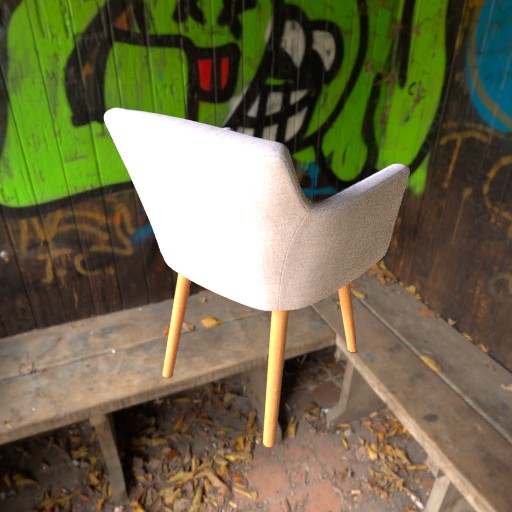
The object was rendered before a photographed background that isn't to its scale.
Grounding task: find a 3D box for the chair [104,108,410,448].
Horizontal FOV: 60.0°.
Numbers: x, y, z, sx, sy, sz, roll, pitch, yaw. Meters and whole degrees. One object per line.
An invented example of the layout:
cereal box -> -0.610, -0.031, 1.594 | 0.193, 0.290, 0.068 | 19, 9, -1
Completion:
chair -> 0.000, 0.000, 1.145 | 0.570, 0.780, 0.540 | 22, 37, 33
